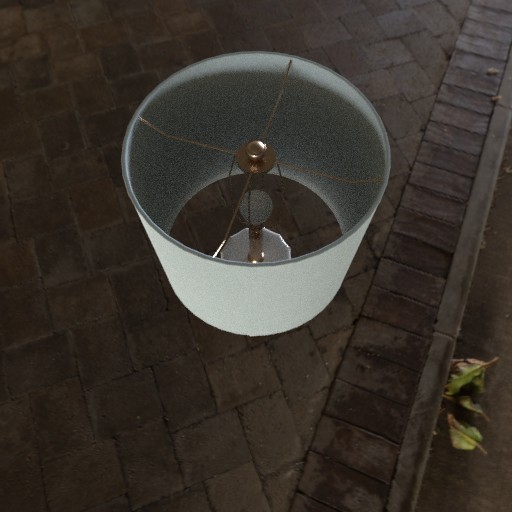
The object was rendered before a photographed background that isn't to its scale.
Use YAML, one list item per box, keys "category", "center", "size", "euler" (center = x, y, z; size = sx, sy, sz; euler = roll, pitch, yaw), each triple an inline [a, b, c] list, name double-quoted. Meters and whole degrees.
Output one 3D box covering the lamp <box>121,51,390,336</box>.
- category: "lamp"
  center: [0.000, 0.000, 0.699]
  size: [0.277, 0.534, 0.277]
  euler: [-31, 68, -14]
